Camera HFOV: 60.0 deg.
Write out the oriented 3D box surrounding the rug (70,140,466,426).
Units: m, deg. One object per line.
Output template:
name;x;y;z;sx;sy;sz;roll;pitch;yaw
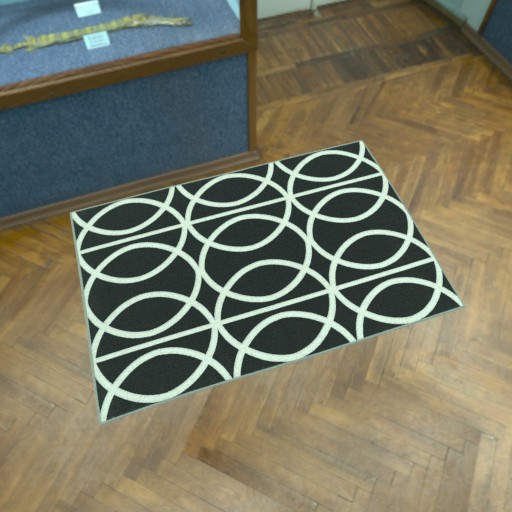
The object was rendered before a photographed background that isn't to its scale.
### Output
rug;0.000;0.000;2.962;2.290;0.014;1.526;-16;60;-9
